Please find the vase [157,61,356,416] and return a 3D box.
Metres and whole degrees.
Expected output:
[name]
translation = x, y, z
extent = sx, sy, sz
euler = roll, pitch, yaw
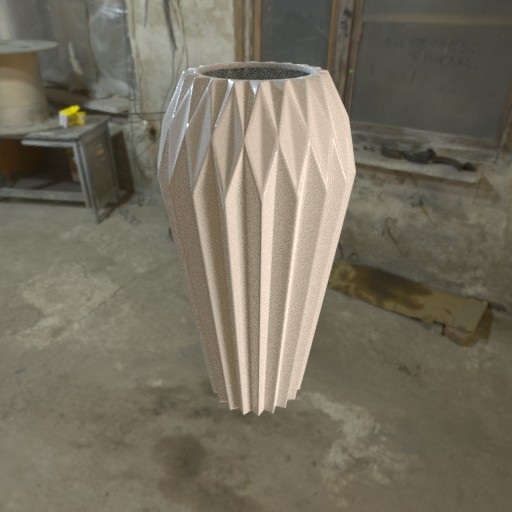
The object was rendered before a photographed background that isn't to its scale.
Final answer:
[vase]
translation = 0.000, 0.000, 0.337
extent = 0.133, 0.263, 0.133
euler = 0, 31, 0
